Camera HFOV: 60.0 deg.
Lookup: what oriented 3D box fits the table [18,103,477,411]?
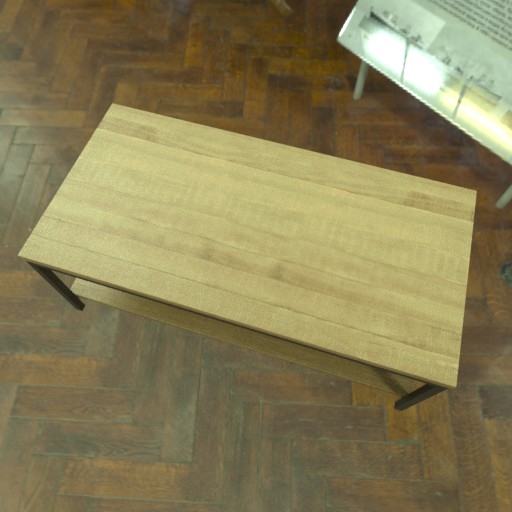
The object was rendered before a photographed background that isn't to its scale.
[{"bbox_3d":[0.000,0.000,1.350,1.100,0.399,0.551,16,64,8],"label":"table"}]
